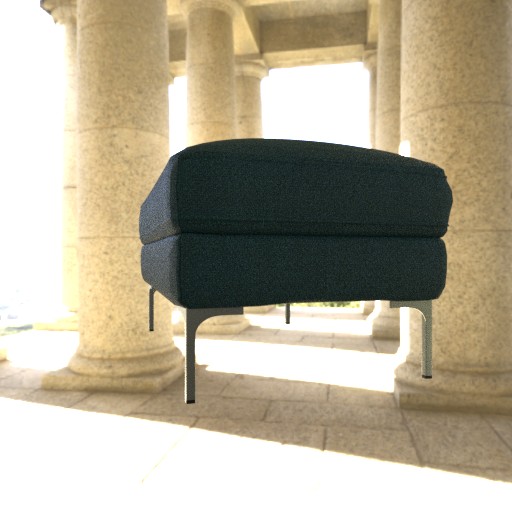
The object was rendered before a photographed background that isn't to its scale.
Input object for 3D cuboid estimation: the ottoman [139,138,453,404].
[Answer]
[{"bbox_3d":[0.000,0.000,1.190,0.563,0.498,0.856,0,0,-18],"label":"ottoman"}]
